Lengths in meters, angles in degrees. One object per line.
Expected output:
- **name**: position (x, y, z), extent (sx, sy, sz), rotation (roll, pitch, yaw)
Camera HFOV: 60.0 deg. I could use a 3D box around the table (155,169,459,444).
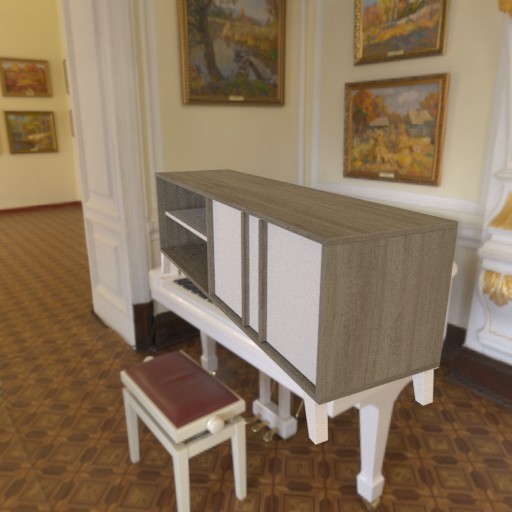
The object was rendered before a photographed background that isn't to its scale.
- **table**: position (0.000, 0.000, 1.750), extent (0.400, 0.530, 1.500), rotation (-8, 18, -25)
